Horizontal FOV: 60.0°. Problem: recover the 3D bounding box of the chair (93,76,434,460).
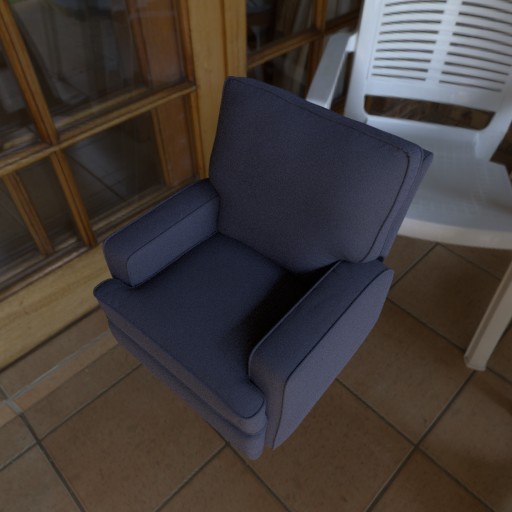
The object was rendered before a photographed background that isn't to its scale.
[{"bbox_3d":[0.000,0.000,1.634,0.861,0.962,0.964,32,55,26],"label":"chair"}]
